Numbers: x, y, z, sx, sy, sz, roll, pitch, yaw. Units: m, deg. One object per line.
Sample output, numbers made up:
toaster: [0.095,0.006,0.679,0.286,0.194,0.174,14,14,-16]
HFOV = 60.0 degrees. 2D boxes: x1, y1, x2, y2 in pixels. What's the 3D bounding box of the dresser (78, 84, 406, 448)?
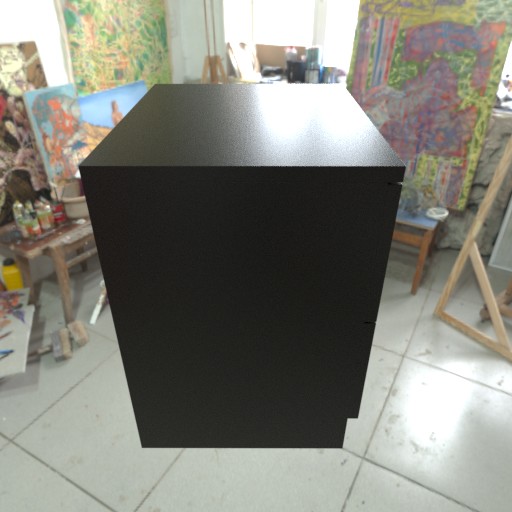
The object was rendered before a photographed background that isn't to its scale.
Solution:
dresser: [0.000,0.000,0.744,0.360,0.470,0.400,0,32,0]
